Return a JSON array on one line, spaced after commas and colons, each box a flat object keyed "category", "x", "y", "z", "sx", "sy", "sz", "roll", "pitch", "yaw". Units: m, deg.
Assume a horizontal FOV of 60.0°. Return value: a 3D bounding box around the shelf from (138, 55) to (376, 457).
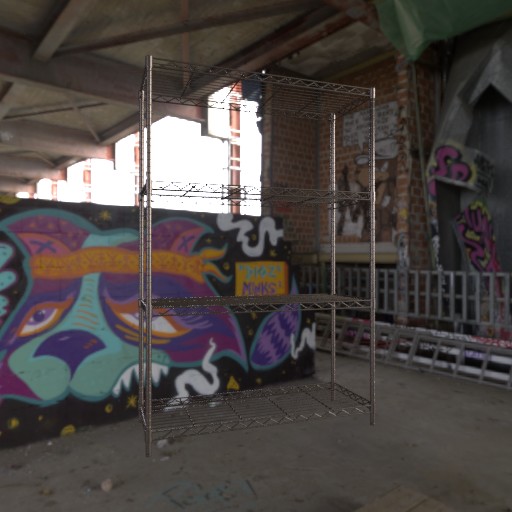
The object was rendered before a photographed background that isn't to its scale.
[{"category": "shelf", "x": 0.000, "y": 0.000, "z": 1.806, "sx": 0.907, "sy": 1.361, "sz": 0.352, "roll": 0, "pitch": 0, "yaw": -19}]
